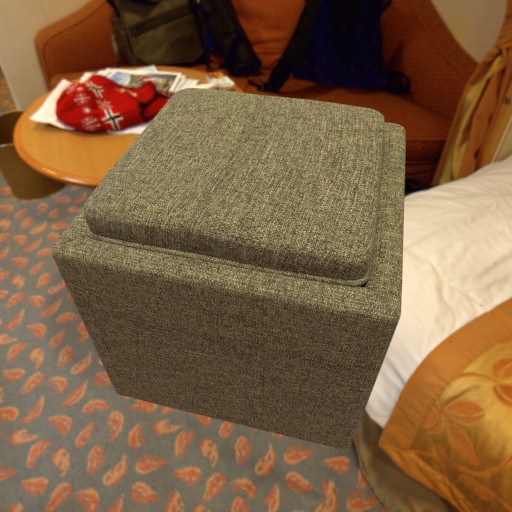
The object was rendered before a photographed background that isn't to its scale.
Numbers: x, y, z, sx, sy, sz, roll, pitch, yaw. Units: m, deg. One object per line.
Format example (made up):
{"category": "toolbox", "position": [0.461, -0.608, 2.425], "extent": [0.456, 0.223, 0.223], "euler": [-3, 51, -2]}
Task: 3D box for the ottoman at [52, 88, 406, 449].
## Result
{"category": "ottoman", "position": [0.000, 0.000, 0.806], "extent": [0.450, 0.460, 0.450], "euler": [10, 46, 10]}
